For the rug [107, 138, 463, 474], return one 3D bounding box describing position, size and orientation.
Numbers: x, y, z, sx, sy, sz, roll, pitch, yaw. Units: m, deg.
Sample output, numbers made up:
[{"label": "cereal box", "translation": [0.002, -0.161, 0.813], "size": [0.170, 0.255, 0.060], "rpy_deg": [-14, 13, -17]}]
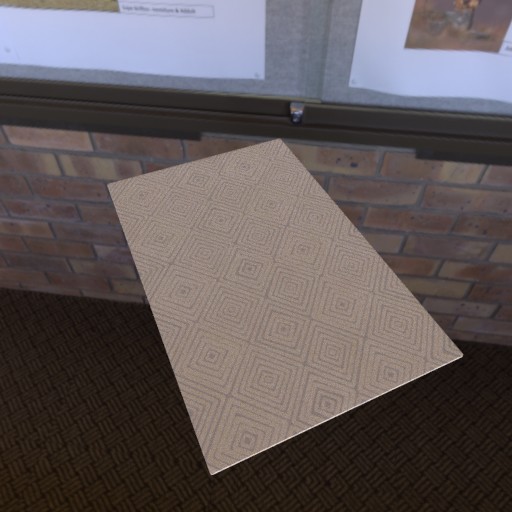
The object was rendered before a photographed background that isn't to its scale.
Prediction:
[{"label": "rug", "translation": [0.000, 0.000, 2.254], "size": [1.143, 0.008, 1.753], "rpy_deg": [-19, 51, -16]}]
